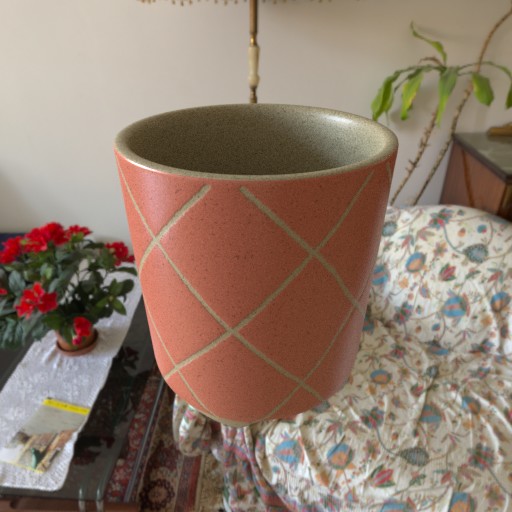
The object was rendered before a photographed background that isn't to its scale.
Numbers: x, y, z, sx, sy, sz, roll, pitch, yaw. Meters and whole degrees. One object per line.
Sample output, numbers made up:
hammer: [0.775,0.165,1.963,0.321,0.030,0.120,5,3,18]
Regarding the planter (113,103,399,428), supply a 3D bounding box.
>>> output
planter: [0.000,0.000,0.356,0.191,0.200,0.191,0,30,0]
